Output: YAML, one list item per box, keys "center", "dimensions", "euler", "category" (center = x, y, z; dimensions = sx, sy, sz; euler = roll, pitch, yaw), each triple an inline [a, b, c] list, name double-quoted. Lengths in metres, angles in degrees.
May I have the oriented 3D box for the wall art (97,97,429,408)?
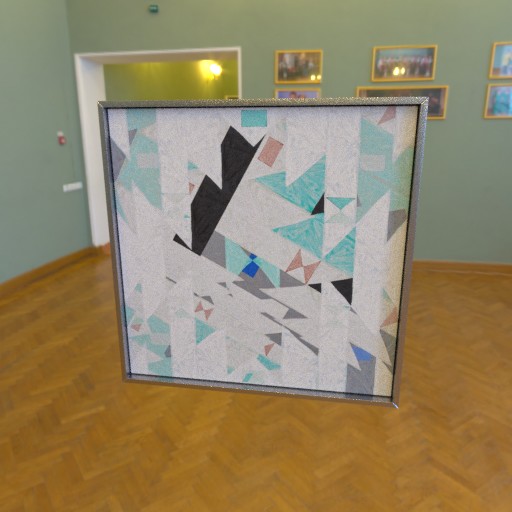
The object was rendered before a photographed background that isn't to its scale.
- center: [0.000, 0.000, 0.526]
  dimensions: [0.350, 0.350, 0.038]
  euler: [2, 16, 9]
  category: "wall art"
